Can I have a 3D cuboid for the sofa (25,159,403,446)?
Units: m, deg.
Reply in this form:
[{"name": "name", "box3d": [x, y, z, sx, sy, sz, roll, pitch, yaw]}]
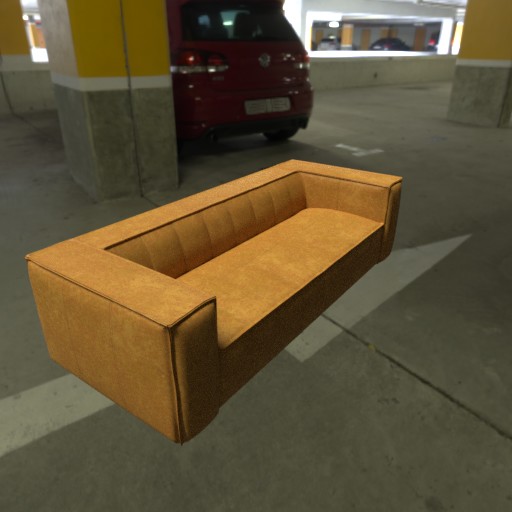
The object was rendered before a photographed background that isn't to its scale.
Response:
[{"name": "sofa", "box3d": [0.000, 0.000, 3.002, 1.102, 0.701, 2.581, 18, 31, 32]}]
